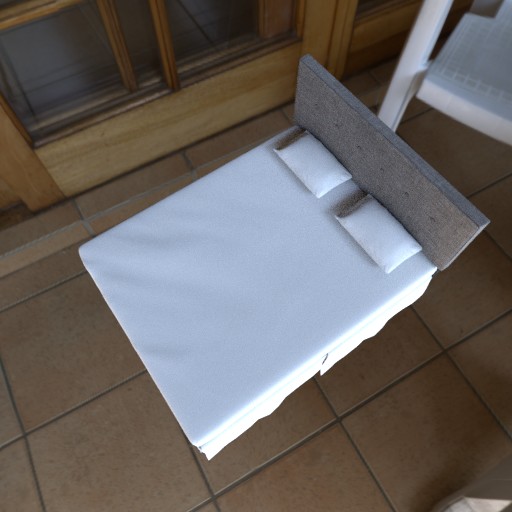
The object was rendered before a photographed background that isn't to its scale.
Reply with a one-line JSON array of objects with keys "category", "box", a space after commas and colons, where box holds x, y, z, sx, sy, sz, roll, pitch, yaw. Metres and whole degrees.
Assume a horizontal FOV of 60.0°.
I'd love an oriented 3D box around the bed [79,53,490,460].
[{"category": "bed", "box": [0.000, 0.000, 2.924, 1.958, 1.168, 1.621, -33, 68, -15]}]
